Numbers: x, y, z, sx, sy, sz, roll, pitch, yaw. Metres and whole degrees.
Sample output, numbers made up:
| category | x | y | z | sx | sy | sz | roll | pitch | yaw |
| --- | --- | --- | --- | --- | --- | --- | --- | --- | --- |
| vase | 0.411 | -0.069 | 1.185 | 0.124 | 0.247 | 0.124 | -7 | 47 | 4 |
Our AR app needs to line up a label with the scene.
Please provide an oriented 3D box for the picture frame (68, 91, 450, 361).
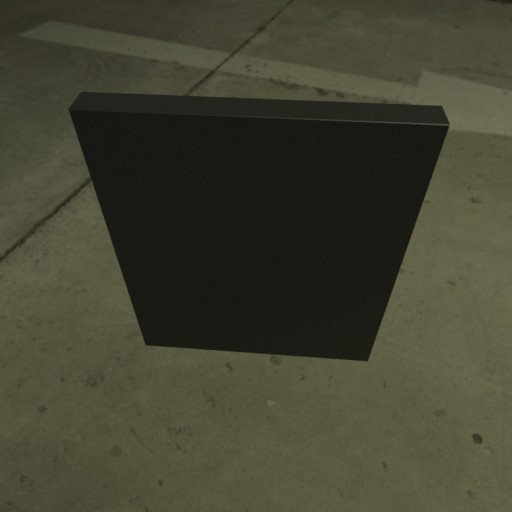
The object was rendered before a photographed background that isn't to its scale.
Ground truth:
| category | x | y | z | sx | sy | sz | roll | pitch | yaw |
| --- | --- | --- | --- | --- | --- | --- | --- | --- | --- |
| picture frame | 0.000 | 0.000 | 0.527 | 0.328 | 0.378 | 0.034 | 3 | 46 | 3 |
